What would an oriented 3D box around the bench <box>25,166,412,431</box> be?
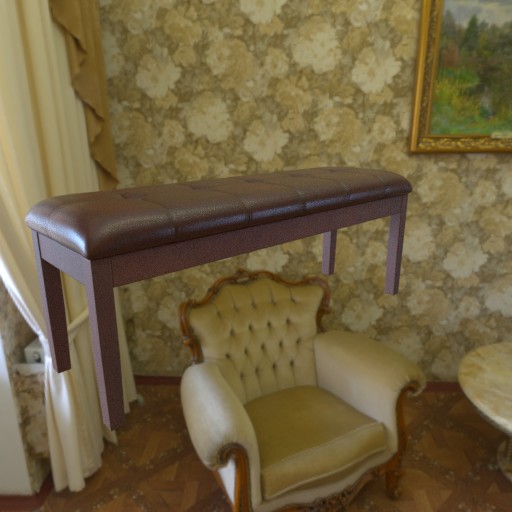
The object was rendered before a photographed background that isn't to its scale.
[{"bbox_3d":[0.000,0.000,1.451,1.259,0.491,0.401,-15,23,-40],"label":"bench"}]
